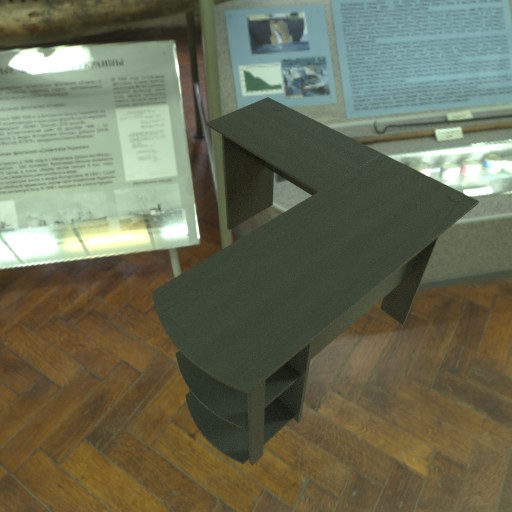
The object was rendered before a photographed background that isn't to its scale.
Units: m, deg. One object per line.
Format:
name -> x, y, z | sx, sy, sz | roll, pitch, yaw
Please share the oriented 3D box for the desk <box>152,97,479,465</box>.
desk -> 0.000, 0.000, 2.140 | 1.361, 0.716, 1.303 | -33, 53, -28
